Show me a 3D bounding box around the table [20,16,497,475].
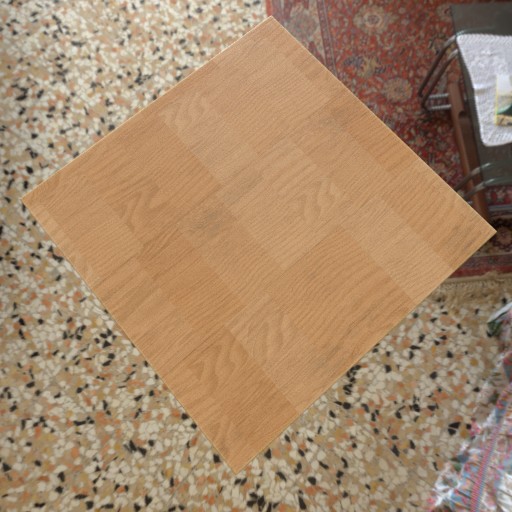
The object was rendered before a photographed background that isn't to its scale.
[{"bbox_3d":[0.000,0.000,1.334,0.747,0.738,0.747,-40,79,-9],"label":"table"}]
